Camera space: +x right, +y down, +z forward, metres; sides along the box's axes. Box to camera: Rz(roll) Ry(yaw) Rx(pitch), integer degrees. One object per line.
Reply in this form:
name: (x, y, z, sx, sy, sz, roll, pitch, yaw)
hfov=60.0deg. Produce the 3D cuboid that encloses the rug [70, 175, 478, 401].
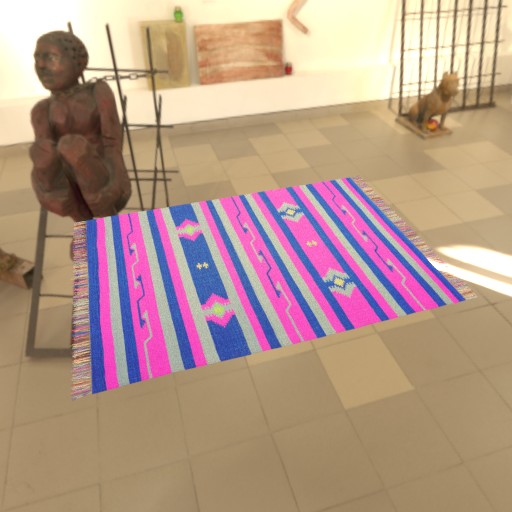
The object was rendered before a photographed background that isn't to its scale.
rug: (0.000, 0.000, 2.948, 2.350, 0.013, 1.539, -11, 41, -13)
